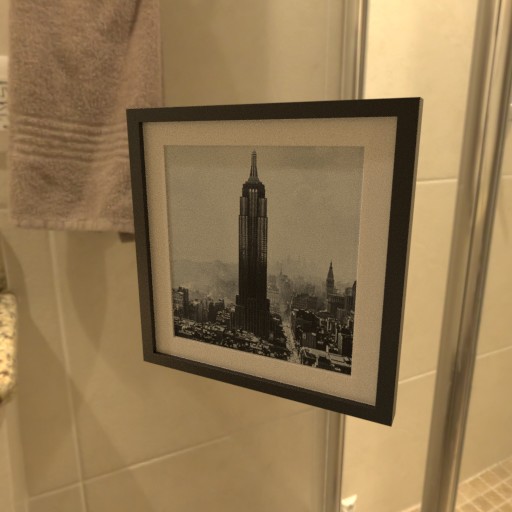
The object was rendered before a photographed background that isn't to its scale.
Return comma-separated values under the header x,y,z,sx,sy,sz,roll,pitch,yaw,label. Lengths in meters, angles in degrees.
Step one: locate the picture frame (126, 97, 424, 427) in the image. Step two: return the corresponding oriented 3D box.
x,y,z,sx,sy,sz,roll,pitch,yaw,label
0.000,0.000,0.545,0.355,0.353,0.029,7,16,25,picture frame
